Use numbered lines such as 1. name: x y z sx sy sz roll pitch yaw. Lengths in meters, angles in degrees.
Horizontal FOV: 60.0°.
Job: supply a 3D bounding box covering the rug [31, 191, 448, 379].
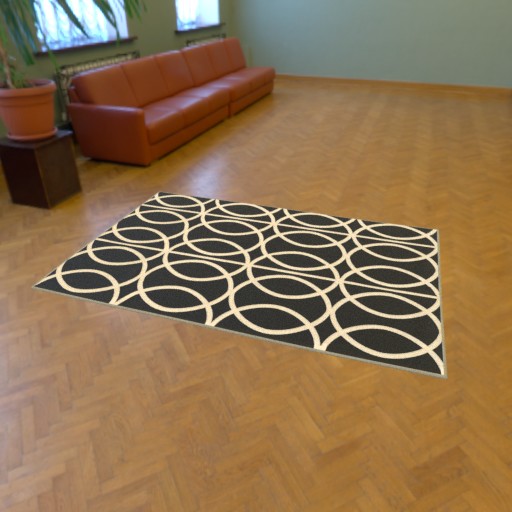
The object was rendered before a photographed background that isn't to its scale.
1. rug: 0.000 0.000 2.899 2.294 0.014 1.528 10 32 15
